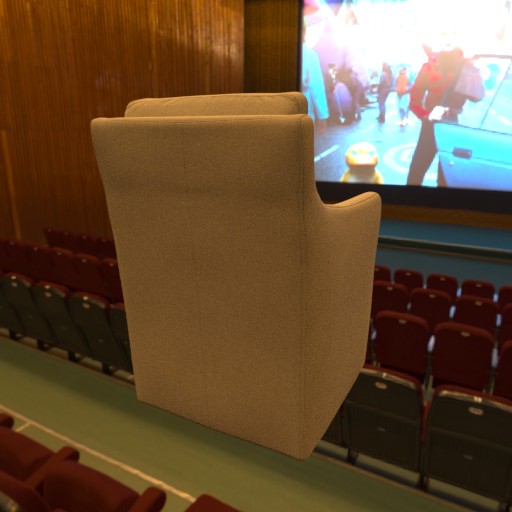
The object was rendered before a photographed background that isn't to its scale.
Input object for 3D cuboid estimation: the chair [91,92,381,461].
[{"bbox_3d":[0.000,0.000,1.372,0.626,0.914,0.694,8,18,27],"label":"chair"}]
